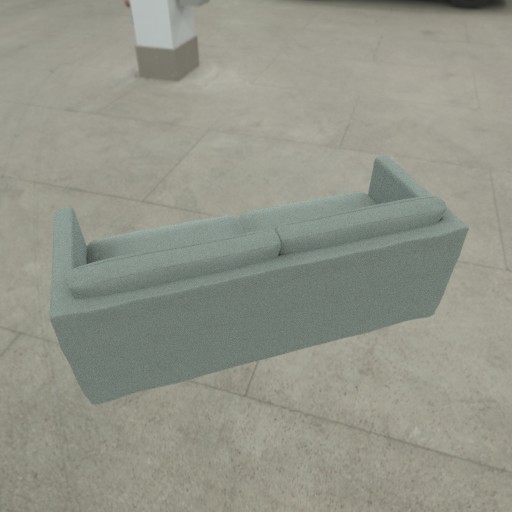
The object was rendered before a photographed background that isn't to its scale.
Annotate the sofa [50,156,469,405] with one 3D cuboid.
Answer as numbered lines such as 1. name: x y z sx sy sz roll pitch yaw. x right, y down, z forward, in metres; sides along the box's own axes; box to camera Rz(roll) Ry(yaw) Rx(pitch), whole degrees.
1. sofa: 0.000 0.000 2.797 2.312 0.853 0.962 -12 42 -13
